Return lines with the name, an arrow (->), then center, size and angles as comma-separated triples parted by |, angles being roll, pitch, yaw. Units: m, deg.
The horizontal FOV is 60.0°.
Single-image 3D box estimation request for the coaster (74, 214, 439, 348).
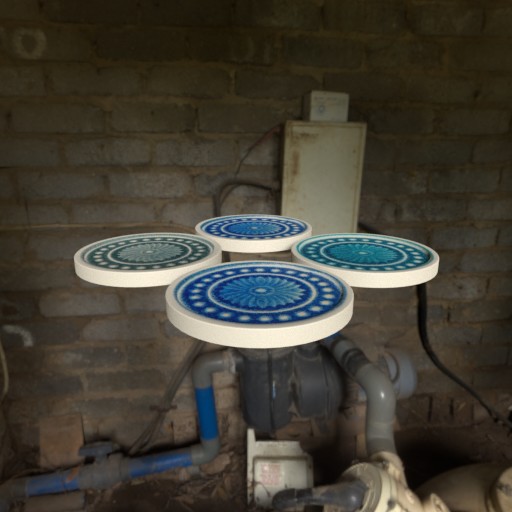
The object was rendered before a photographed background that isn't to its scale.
coaster -> 0.000, 0.000, 0.338 | 0.224, 0.010, 0.220 | 16, 23, 42
